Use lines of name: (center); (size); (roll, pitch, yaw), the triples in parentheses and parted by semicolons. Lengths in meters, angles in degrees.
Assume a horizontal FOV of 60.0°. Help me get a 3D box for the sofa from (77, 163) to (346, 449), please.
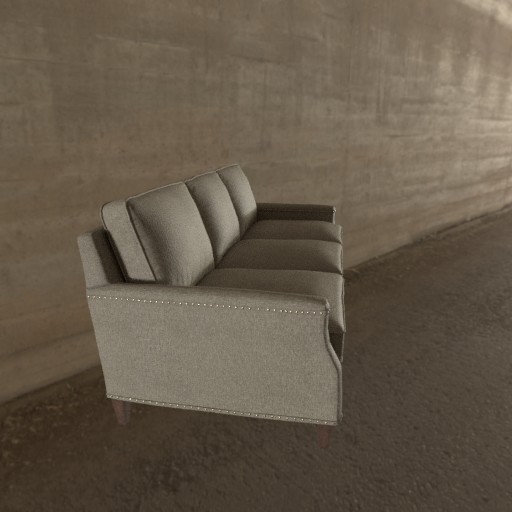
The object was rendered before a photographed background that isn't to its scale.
sofa: (0.000, 0.000, 2.773); (1.084, 1.003, 2.246); (3, 16, 10)
